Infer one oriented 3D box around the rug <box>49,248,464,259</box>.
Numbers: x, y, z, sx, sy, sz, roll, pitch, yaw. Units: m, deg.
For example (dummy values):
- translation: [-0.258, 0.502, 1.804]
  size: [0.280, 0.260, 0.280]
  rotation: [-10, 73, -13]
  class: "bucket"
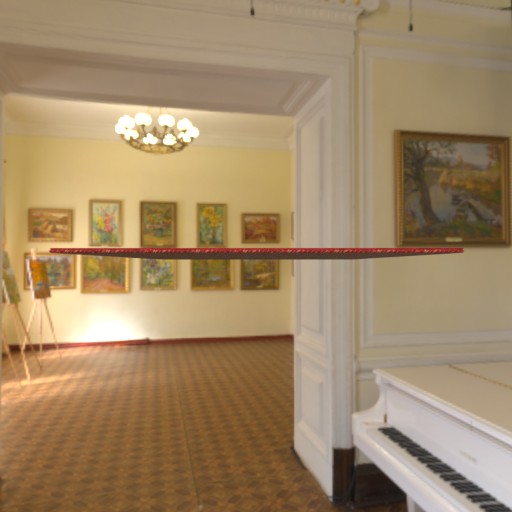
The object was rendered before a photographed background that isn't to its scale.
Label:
- translation: [0.000, 0.000, 3.904]
  size: [2.340, 0.028, 2.905]
  rotation: [0, -1, 0]
  class: "rug"
